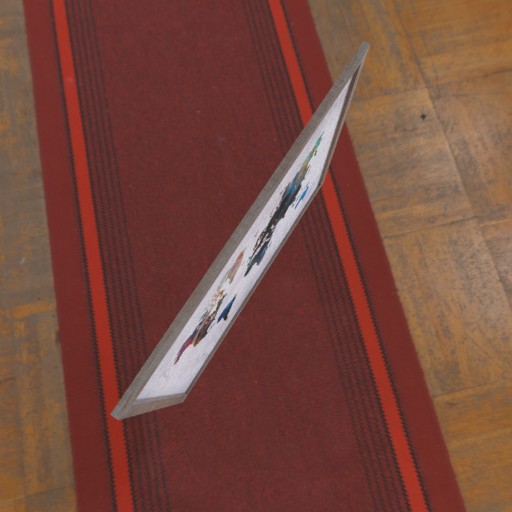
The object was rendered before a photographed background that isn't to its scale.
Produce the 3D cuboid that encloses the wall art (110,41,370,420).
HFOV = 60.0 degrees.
[{"bbox_3d":[0.000,0.000,1.331,0.019,0.774,1.012,31,76,8],"label":"wall art"}]
